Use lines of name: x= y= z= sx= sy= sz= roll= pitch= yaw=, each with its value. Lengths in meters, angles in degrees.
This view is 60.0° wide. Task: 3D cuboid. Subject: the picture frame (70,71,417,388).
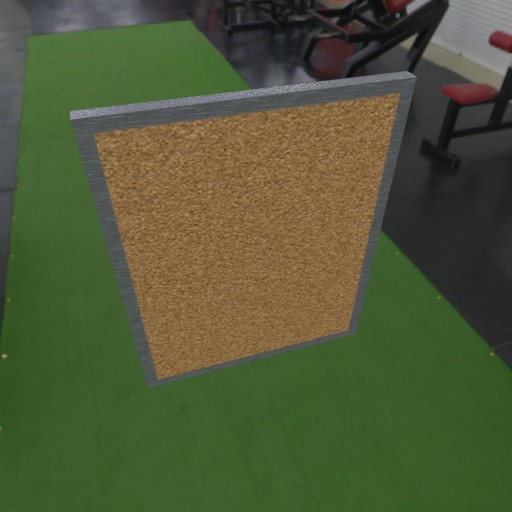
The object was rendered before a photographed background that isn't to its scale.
picture frame: x=0.000 y=0.000 z=0.752 sx=0.454 sy=0.559 sz=0.029 roll=-12 pitch=43 yaw=-13
